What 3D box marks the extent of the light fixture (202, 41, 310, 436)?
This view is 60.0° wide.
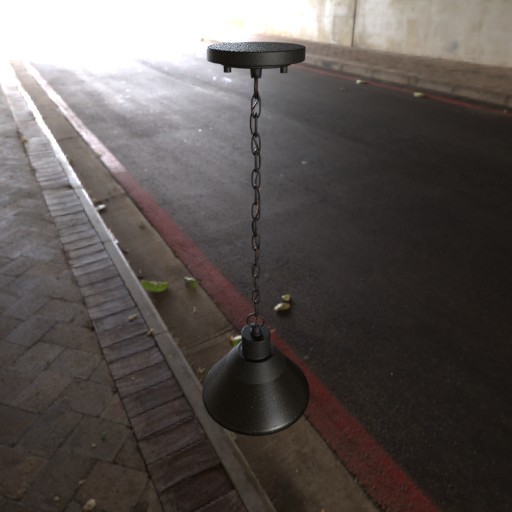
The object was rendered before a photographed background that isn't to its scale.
[{"bbox_3d":[0.000,0.000,0.685,0.201,0.588,0.201,2,31,3],"label":"light fixture"}]
